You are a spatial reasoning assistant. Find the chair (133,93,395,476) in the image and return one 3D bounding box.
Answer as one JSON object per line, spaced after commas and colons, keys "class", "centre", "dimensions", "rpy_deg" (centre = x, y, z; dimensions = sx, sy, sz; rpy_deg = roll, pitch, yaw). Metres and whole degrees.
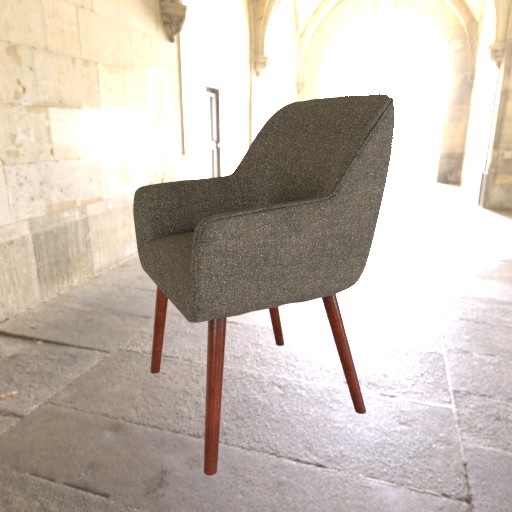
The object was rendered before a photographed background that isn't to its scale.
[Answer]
{"class": "chair", "centre": [0.000, 0.000, 1.166], "dimensions": [0.519, 0.803, 0.543], "rpy_deg": [-8, 18, -26]}
